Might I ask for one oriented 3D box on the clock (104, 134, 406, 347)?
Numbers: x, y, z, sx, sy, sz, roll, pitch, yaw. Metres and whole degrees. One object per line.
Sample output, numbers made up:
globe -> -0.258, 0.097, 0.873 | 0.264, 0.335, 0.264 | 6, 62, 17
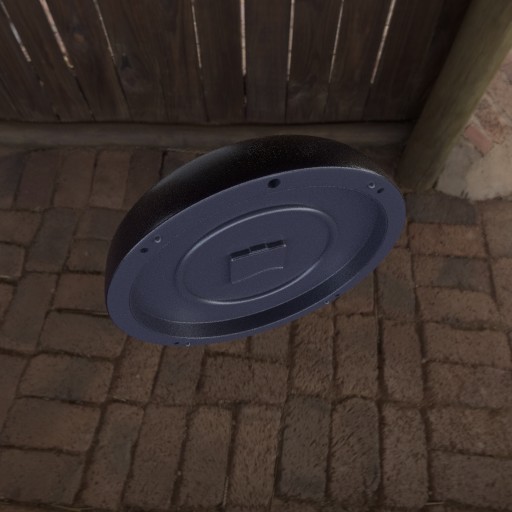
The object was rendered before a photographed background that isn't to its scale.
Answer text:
clock -> 0.000, 0.000, 0.450 | 0.300, 0.300, 0.060 | -16, 60, -9
